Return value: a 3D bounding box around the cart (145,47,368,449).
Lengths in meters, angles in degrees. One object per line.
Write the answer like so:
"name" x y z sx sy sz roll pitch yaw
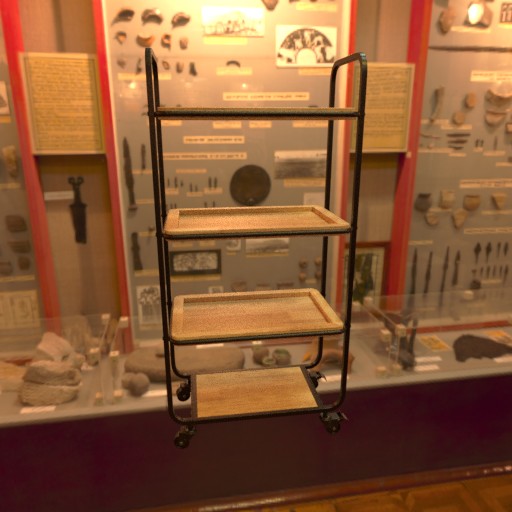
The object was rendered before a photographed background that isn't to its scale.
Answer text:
"cart" 0.000 0.000 1.294 0.545 1.080 0.321 -2 17 -8
